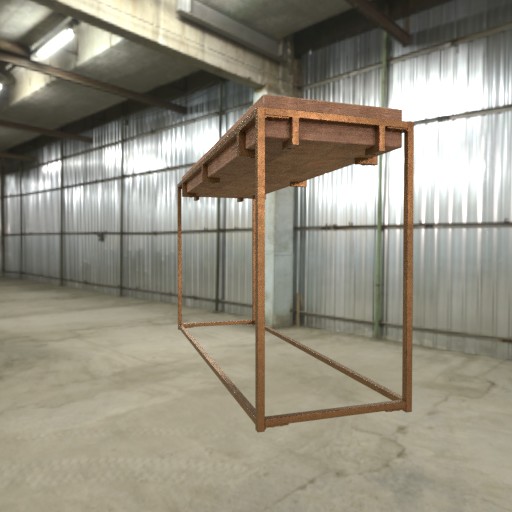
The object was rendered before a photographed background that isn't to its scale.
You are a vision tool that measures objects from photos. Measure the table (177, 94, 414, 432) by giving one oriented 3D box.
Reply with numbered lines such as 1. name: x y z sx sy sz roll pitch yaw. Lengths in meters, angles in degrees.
1. table: 0.000 0.000 1.793 0.440 0.820 1.400 0 1 -18
